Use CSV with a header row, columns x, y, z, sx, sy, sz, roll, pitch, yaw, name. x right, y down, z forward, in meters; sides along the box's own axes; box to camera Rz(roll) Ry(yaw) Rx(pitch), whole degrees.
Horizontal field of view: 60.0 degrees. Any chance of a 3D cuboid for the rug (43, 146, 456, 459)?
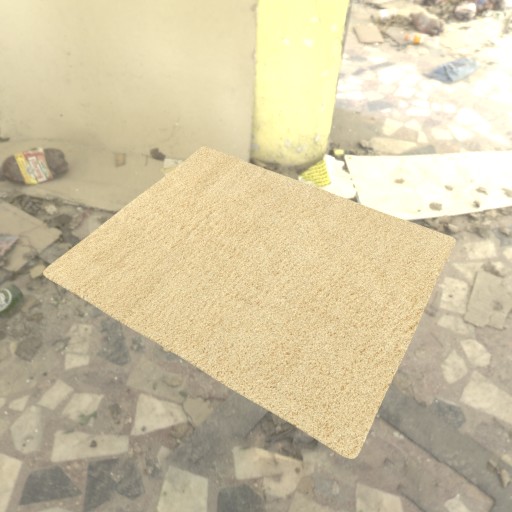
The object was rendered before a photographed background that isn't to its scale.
x,y,z,sx,sy,sz,roll,pitch,yaw,name
0.000,0.000,4.066,3.001,0.025,2.401,25,51,22,rug
